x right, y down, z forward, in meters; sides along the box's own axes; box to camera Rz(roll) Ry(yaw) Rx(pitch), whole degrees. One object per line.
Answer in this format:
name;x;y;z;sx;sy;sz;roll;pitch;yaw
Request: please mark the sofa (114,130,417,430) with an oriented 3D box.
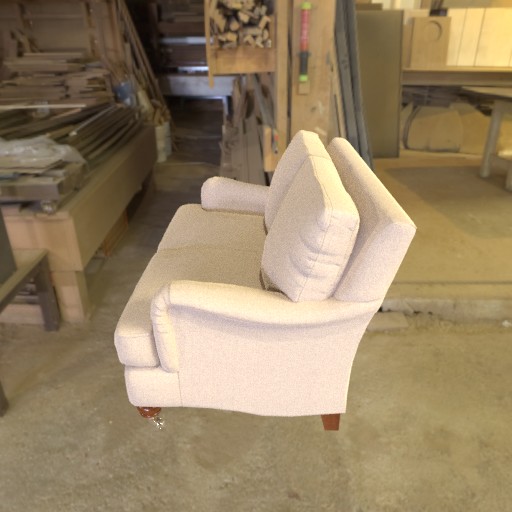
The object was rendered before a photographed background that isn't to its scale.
sofa;0.000;0.000;2.287;1.087;1.048;1.508;1;26;1
